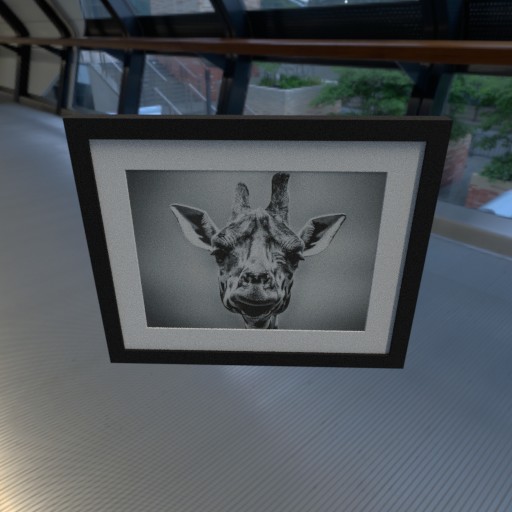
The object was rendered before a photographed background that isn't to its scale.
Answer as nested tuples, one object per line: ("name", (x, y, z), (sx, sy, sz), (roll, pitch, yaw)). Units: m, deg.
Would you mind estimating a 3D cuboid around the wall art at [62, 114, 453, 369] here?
("wall art", (0.000, 0.000, 0.752), (0.558, 0.457, 0.031), (1, 28, 1))
